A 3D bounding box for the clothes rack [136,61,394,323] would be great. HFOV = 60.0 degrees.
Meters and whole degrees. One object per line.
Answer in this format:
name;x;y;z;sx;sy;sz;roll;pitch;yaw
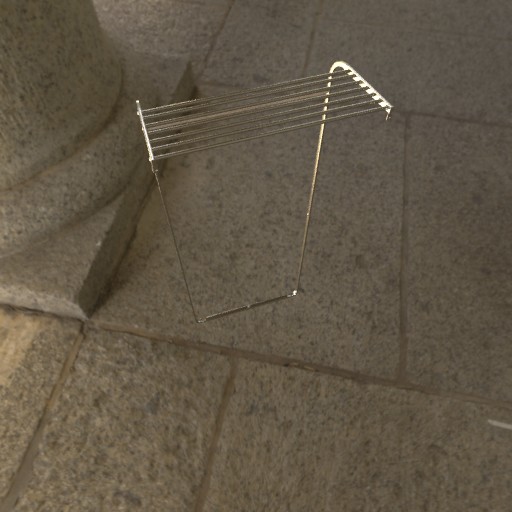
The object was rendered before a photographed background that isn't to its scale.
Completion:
clothes rack;0.000;0.000;1.791;0.609;1.574;0.349;-15;58;-10
